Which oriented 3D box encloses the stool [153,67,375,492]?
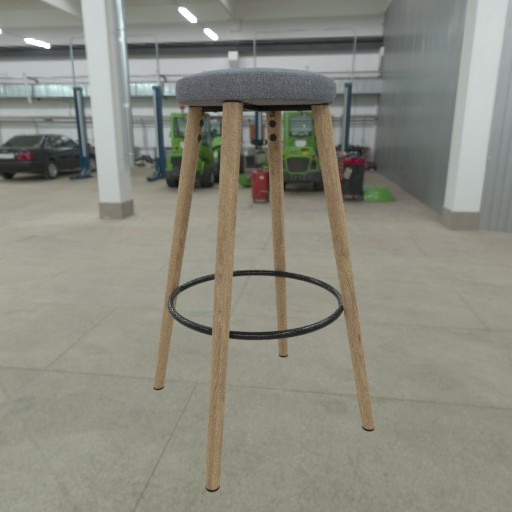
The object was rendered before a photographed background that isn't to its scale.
[{"bbox_3d":[0.000,0.000,0.989,0.410,0.770,0.410,-8,18,-26],"label":"stool"}]
